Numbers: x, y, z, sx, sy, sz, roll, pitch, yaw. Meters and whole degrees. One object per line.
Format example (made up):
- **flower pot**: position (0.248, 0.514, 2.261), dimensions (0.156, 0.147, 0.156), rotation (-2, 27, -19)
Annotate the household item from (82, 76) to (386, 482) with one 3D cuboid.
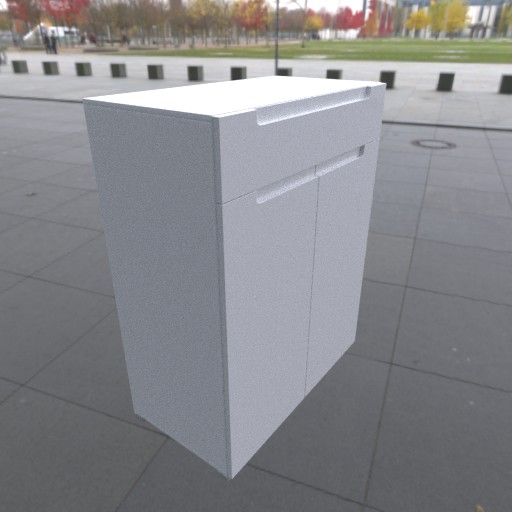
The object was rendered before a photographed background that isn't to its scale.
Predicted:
- **household item**: position (0.000, 0.000, 1.427), dimensions (0.420, 1.010, 0.790), rotation (19, 32, 32)
